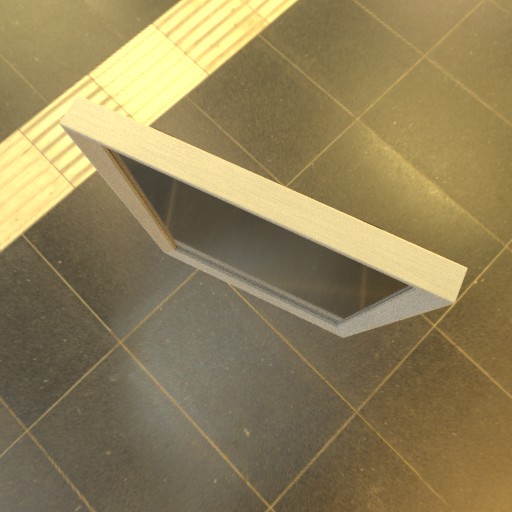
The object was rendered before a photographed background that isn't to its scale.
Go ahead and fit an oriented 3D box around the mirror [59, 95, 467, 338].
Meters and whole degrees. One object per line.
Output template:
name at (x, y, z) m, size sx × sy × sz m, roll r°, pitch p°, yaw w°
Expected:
mirror at (0.000, 0.000, 0.661) m, size 0.406 × 0.509 × 0.041 m, roll 25°, pitch 78°, yaw 6°
